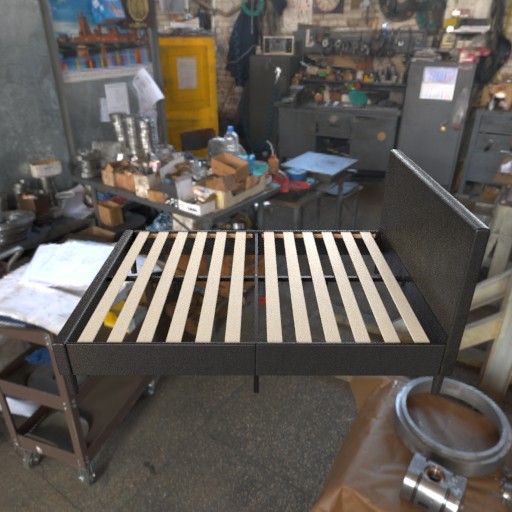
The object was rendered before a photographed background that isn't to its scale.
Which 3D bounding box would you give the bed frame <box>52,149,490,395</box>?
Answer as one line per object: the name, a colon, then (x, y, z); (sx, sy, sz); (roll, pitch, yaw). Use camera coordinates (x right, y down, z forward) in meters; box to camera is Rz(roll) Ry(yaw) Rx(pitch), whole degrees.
bed frame: (0.000, 0.000, 2.910); (2.152, 1.046, 1.469); (0, 27, 0)
